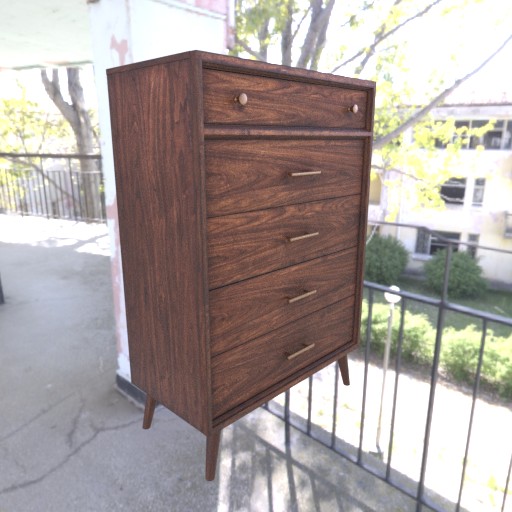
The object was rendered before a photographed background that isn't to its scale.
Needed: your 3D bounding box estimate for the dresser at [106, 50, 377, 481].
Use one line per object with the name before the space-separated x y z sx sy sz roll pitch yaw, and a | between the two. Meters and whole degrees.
dresser | 0.000 0.000 1.796 0.498 1.365 0.919 14 20 43
